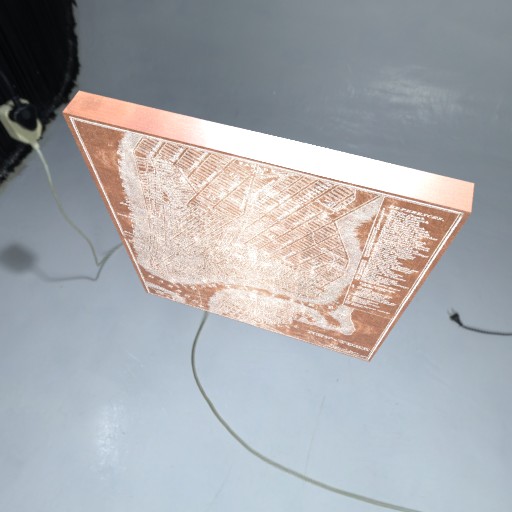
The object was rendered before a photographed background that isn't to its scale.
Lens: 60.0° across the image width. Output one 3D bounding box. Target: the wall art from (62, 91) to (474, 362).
[{"bbox_3d":[0.000,0.000,0.595,0.403,0.403,0.035,16,60,10],"label":"wall art"}]
